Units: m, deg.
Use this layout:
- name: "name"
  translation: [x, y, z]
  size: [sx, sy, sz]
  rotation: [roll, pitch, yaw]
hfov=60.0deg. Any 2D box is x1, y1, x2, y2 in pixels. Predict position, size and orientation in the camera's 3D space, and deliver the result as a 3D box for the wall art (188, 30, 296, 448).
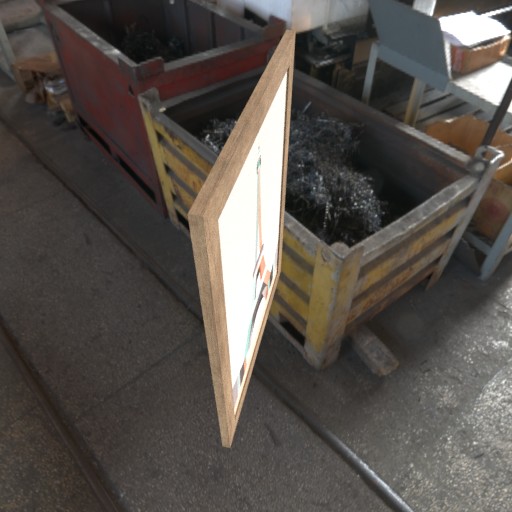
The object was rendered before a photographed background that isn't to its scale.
- name: "wall art"
  translation: [0.000, 0.000, 0.905]
  size: [0.018, 0.686, 0.534]
  rotation: [11, 48, 10]
